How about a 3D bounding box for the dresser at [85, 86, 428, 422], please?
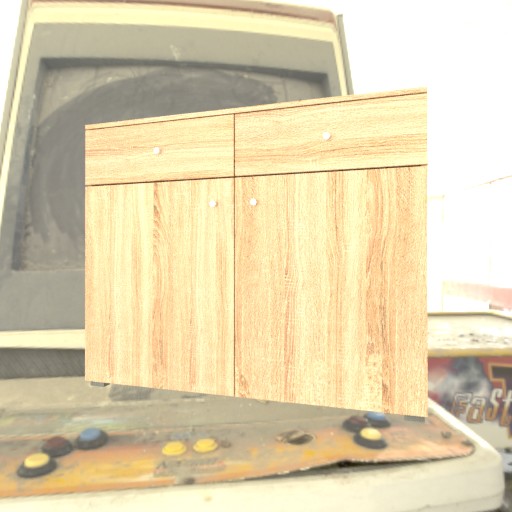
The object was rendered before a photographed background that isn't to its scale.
[{"bbox_3d":[0.000,0.000,1.546,1.100,0.900,0.450,0,0,19],"label":"dresser"}]
